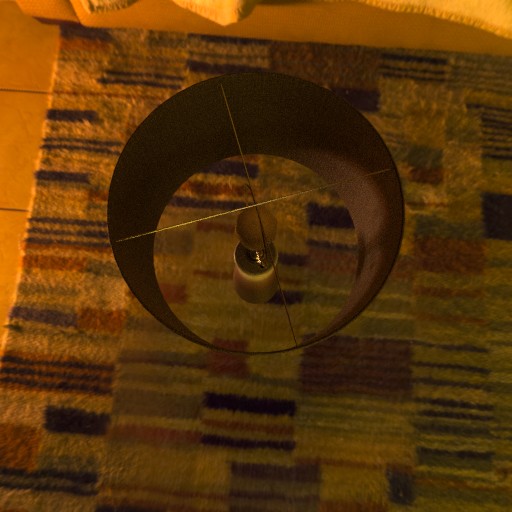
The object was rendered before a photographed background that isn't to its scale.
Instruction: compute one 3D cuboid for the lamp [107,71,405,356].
[{"bbox_3d":[0.000,0.000,0.687,0.303,0.488,0.303,0,77,0],"label":"lamp"}]
